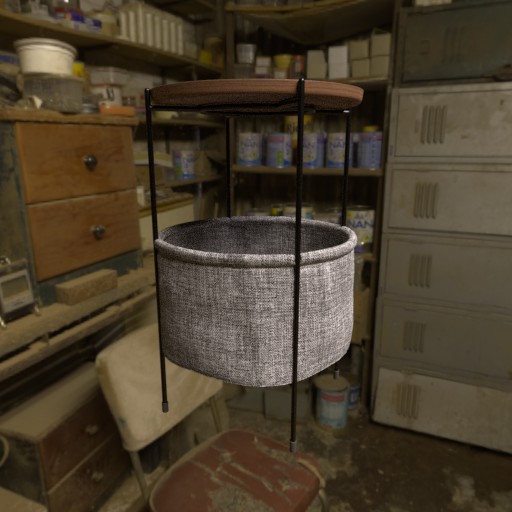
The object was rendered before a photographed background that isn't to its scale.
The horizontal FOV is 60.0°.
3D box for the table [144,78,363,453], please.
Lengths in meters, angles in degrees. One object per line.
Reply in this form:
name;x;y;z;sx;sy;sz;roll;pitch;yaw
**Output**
table;0.000;0.000;0.896;0.400;0.623;0.400;7;16;25
